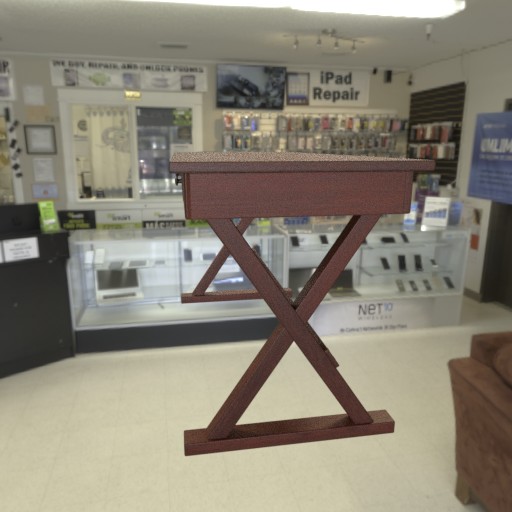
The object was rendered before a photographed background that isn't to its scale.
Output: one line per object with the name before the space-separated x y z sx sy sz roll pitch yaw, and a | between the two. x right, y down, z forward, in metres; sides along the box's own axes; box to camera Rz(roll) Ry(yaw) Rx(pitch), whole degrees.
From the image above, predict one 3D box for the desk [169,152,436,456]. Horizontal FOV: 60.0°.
desk | 0.000 0.000 1.709 0.600 0.761 1.372 -2 14 -9
